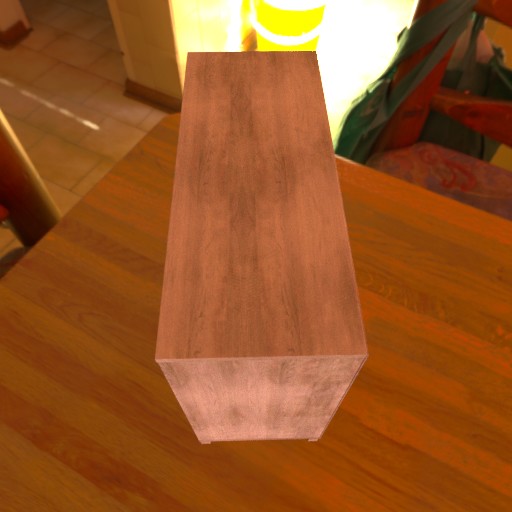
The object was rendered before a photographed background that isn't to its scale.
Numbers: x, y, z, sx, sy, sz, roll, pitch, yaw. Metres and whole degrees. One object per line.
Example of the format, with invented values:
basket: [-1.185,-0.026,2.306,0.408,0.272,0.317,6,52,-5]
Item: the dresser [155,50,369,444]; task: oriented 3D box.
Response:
dresser: [0.000,0.000,1.448,0.404,0.816,0.994,-1,57,-1]
